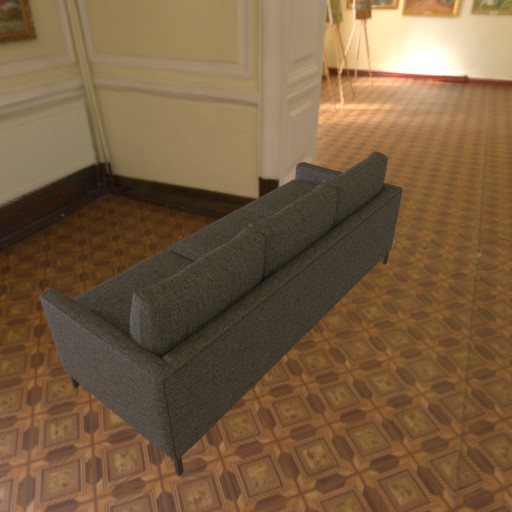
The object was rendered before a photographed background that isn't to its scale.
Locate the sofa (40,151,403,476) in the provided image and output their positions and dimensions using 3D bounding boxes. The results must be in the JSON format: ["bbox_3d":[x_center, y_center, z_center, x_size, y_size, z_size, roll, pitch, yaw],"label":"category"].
[{"bbox_3d":[0.000,0.000,2.664,0.876,0.879,2.253,23,38,31],"label":"sofa"}]
